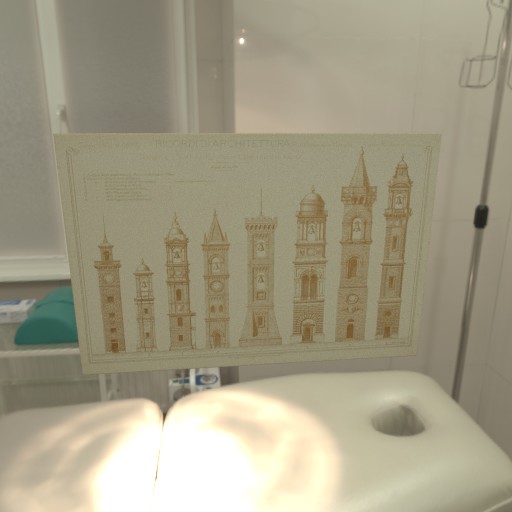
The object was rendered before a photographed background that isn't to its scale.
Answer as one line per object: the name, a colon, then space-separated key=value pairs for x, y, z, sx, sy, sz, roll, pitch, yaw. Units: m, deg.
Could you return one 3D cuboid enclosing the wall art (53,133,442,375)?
wall art: x=0.000 y=0.000 z=1.139 sx=0.915 sy=0.608 sz=0.033 roll=-2 pitch=16 yaw=-6
